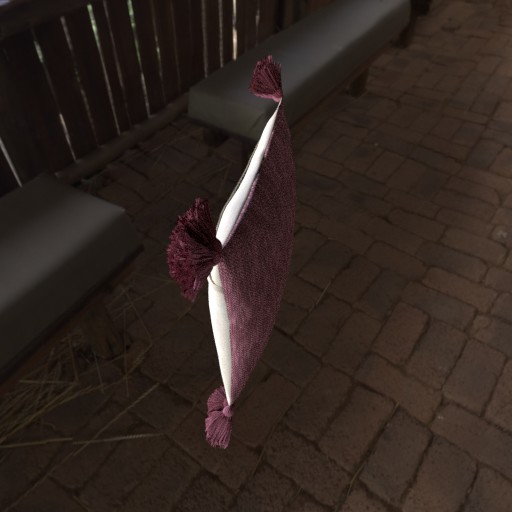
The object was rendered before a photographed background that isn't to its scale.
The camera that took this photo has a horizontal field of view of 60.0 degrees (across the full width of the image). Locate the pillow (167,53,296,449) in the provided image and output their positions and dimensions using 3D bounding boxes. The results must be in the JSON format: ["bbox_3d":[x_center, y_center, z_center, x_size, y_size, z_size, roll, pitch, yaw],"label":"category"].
[{"bbox_3d":[0.000,0.000,0.953,0.138,0.659,0.641,10,48,9],"label":"pillow"}]
